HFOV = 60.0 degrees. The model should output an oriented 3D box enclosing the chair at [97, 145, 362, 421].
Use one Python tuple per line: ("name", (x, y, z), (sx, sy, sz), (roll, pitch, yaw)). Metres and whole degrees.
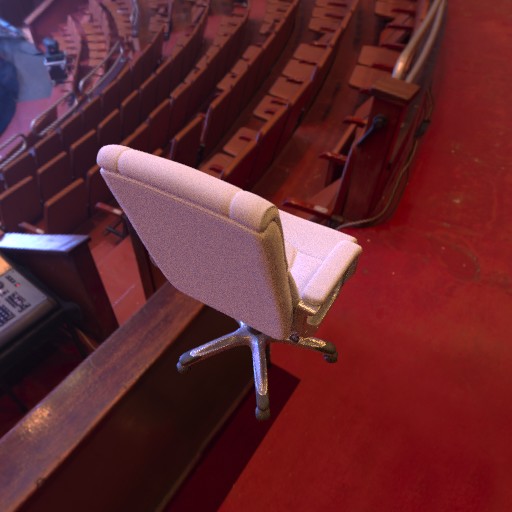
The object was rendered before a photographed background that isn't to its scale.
("chair", (0.000, 0.000, 1.572), (0.687, 1.120, 0.738), (23, 49, 22))
